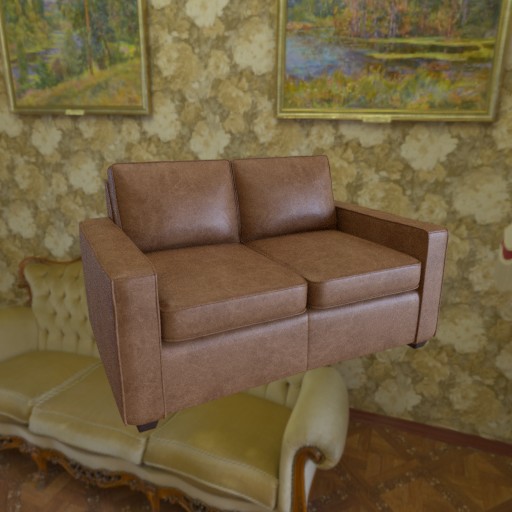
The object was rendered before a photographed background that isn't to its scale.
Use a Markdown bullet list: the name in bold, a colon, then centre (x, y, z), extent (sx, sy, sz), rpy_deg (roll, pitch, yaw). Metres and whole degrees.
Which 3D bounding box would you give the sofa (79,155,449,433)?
- **sofa**: centre (0.000, 0.000, 2.155), extent (1.532, 0.896, 1.020), rpy_deg (-8, 19, -26)
